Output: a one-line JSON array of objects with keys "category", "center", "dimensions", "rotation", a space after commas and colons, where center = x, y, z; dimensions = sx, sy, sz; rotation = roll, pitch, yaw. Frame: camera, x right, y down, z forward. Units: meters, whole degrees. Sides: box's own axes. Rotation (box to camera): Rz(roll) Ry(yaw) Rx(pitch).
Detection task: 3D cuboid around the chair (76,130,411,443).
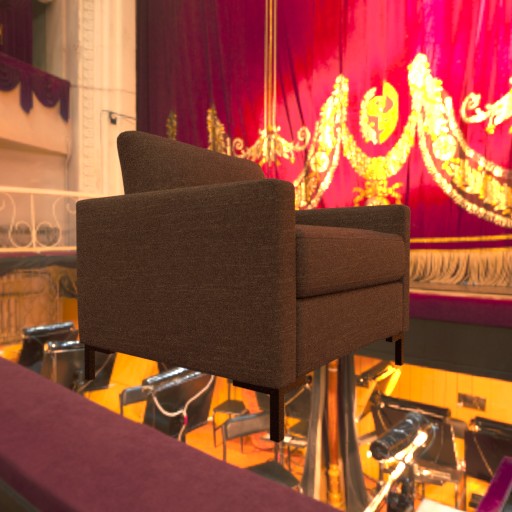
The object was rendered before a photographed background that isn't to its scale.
[{"category": "chair", "center": [0.000, 0.000, 1.594], "dimensions": [0.845, 0.841, 0.940], "rotation": [1, 2, 37]}]
